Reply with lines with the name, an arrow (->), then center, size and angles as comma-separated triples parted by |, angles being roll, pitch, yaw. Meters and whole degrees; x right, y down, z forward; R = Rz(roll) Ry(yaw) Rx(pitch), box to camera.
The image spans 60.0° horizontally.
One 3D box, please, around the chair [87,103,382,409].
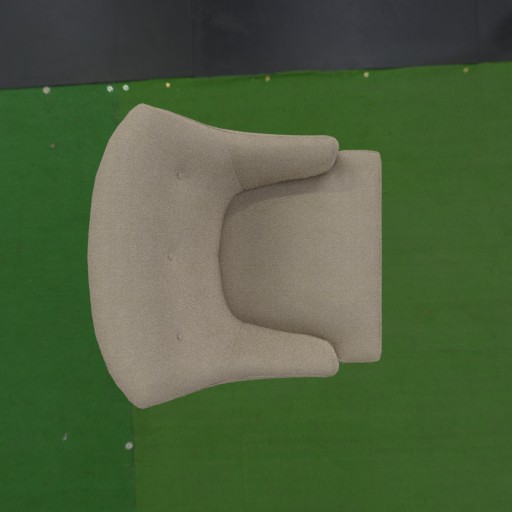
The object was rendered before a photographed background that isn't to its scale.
chair -> 0.000, 0.000, 1.605 | 0.923, 0.856, 0.864 | 0, 90, 1
